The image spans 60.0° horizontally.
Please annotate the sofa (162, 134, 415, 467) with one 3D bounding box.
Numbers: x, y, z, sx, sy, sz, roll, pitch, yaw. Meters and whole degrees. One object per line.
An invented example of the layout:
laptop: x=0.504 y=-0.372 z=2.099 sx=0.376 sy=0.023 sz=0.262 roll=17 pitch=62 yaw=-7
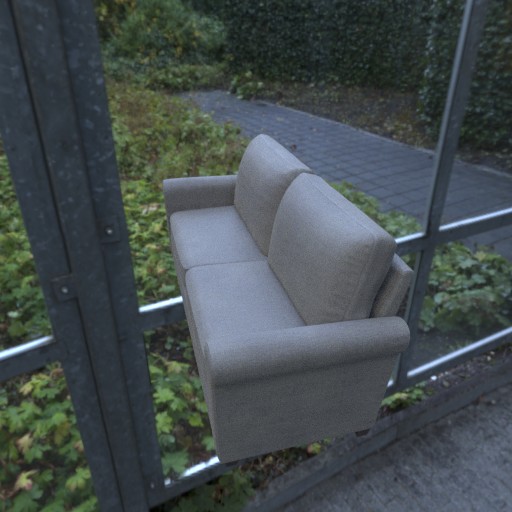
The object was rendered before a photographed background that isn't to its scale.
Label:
sofa: x=0.000 y=0.000 z=2.447 sx=0.842 sy=0.942 sz=1.935 roll=-8 pitch=30 yaw=-13
